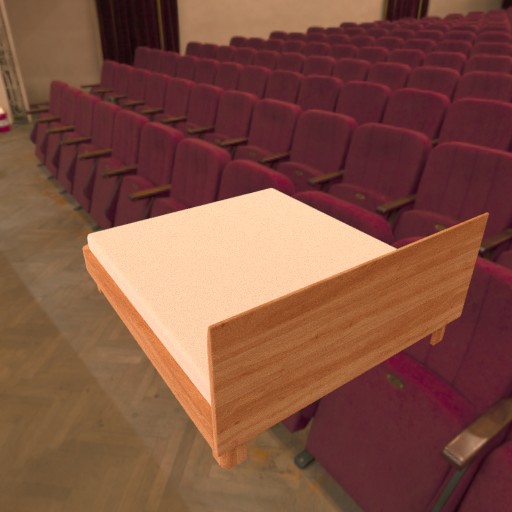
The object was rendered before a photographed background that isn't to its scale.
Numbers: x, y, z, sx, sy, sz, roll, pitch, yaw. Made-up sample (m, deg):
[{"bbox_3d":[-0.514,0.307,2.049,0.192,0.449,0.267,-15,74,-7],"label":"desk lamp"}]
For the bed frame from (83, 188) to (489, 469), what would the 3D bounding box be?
[{"bbox_3d":[0.000,0.000,3.105,1.872,0.940,2.092,-19,34,-30],"label":"bed frame"}]
